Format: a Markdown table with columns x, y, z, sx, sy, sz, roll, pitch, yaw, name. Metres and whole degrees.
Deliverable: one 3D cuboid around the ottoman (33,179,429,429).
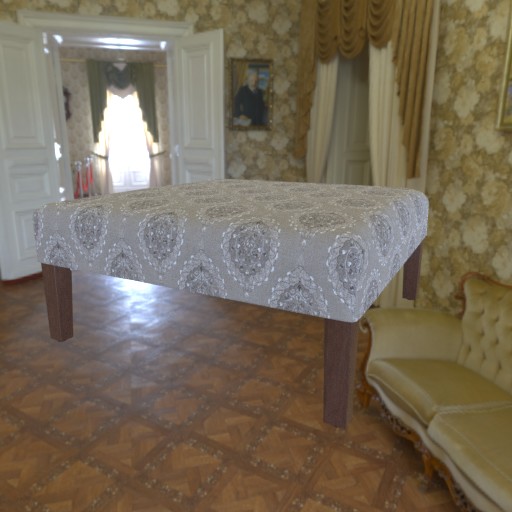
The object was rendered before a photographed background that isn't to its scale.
| x | y | z | sx | sy | sz | roll | pitch | yaw | name |
| --- | --- | --- | --- | --- | --- | --- | --- | --- | --- |
| 0.000 | 0.000 | 1.388 | 0.889 | 0.411 | 0.890 | 8 | 17 | 27 | ottoman |
